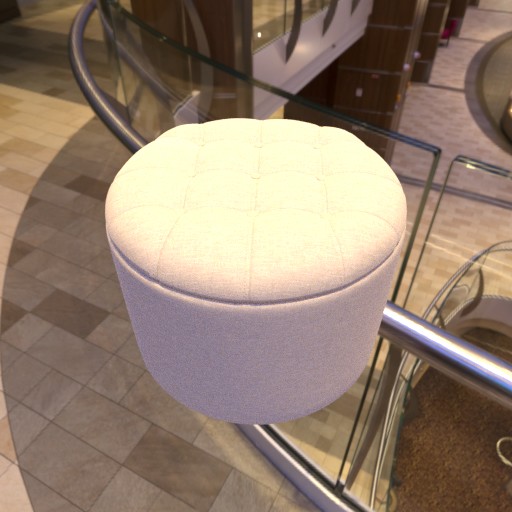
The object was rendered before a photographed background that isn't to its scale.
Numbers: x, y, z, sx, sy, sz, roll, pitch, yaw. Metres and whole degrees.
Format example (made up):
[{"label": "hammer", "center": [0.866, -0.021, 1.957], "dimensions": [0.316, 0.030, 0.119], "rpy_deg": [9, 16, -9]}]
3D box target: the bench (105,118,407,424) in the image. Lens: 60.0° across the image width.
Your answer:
[{"label": "bench", "center": [0.000, 0.000, 1.007], "dimensions": [0.600, 0.454, 0.600], "rpy_deg": [0, 41, 0]}]
